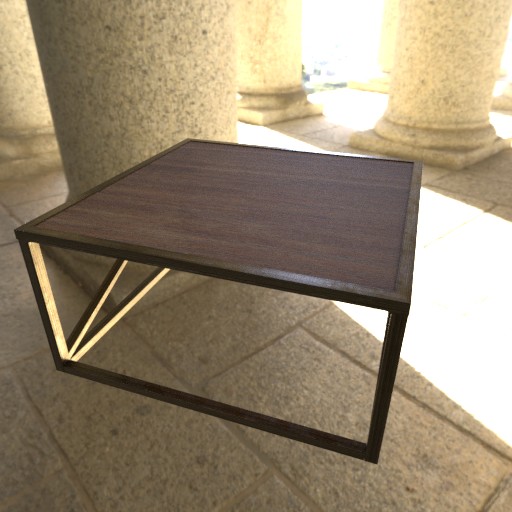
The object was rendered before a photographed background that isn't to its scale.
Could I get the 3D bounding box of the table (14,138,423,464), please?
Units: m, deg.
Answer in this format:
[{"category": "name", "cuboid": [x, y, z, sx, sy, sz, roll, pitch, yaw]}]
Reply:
[{"category": "table", "cuboid": [0.000, 0.000, 1.404, 0.909, 0.451, 0.899, 10, 31, 17]}]
